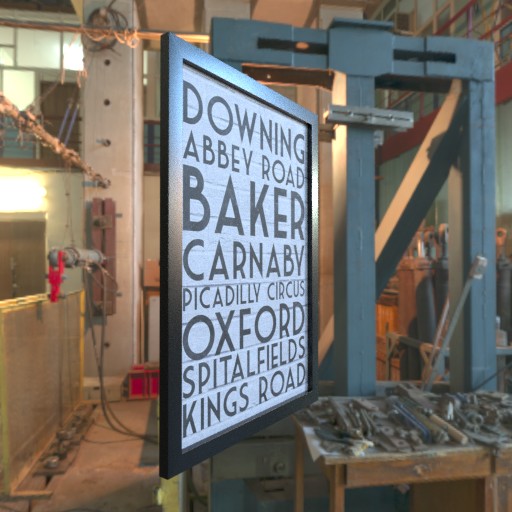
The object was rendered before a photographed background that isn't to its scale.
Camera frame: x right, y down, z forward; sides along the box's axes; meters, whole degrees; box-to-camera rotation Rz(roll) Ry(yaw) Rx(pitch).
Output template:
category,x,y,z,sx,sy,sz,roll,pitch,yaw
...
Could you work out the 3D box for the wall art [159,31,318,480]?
category,x,y,z,sx,sy,sz,roll,pitch,yaw
wall art,0.000,0.000,0.840,0.019,0.656,0.462,-1,-1,36
